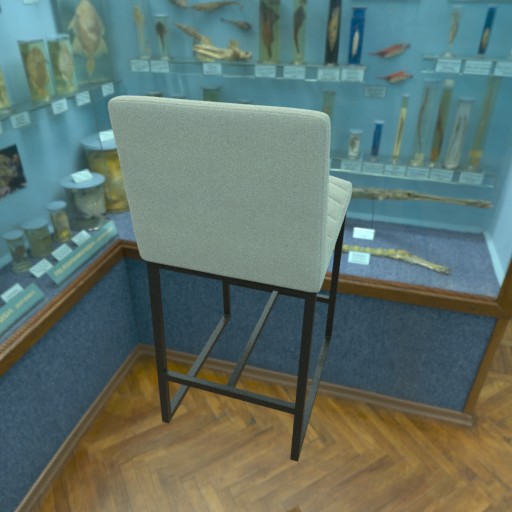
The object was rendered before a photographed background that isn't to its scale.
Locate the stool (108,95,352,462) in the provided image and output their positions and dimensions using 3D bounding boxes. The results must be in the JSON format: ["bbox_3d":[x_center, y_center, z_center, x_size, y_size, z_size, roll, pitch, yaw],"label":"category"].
[{"bbox_3d":[0.000,0.000,1.279,0.459,0.971,0.567,10,33,15],"label":"stool"}]
